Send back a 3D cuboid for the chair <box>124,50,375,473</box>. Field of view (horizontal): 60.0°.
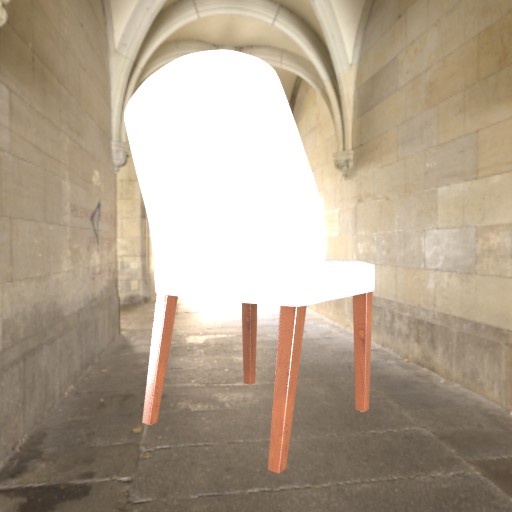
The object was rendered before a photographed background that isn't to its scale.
[{"bbox_3d":[0.000,0.000,1.198,0.472,0.893,0.540,1,1,37],"label":"chair"}]
